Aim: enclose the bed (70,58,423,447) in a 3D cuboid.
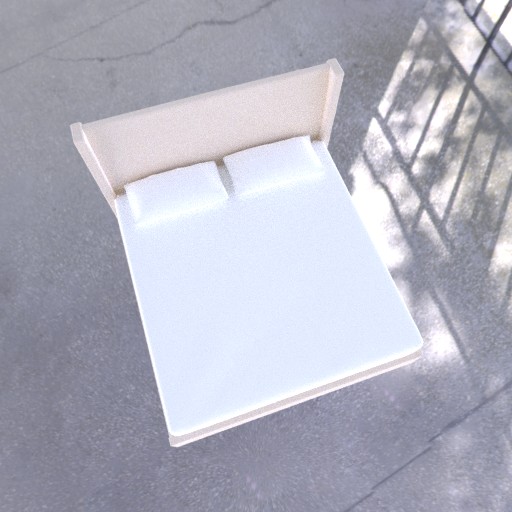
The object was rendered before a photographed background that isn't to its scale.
[{"bbox_3d":[0.000,0.000,3.642,2.145,1.471,2.293,-17,66,-8],"label":"bed"}]
